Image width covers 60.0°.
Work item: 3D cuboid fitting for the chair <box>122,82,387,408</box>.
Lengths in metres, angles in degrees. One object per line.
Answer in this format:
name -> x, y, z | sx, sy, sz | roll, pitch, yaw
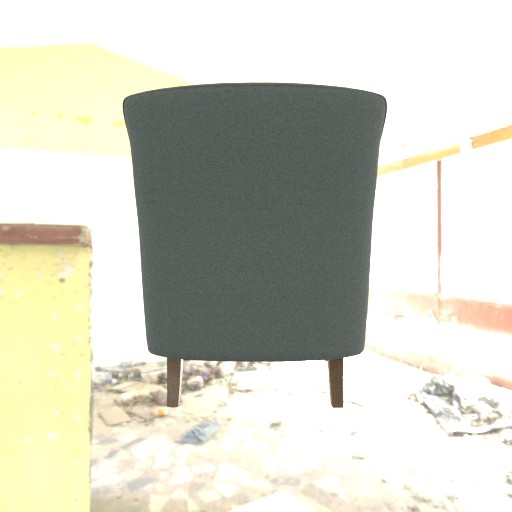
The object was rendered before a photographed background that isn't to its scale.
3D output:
chair -> 0.000, 0.000, 1.553 | 0.756, 0.916, 0.879 | 0, 0, 1
